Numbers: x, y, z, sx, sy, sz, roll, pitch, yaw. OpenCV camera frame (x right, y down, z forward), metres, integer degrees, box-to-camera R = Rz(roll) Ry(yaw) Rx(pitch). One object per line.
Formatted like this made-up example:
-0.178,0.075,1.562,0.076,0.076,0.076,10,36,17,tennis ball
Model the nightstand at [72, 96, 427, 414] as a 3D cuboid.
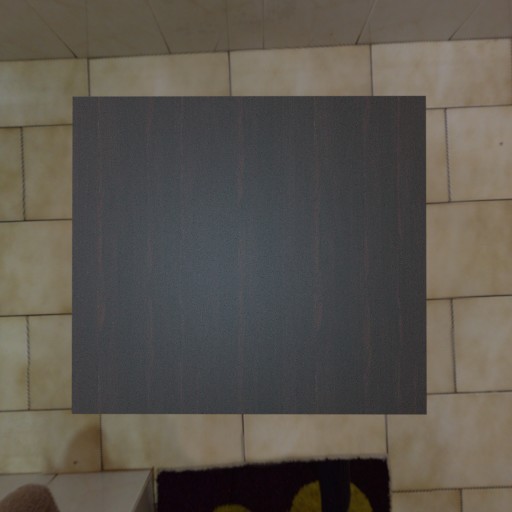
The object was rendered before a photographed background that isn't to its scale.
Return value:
0.000,0.000,0.787,0.461,0.460,0.400,0,90,0,nightstand
